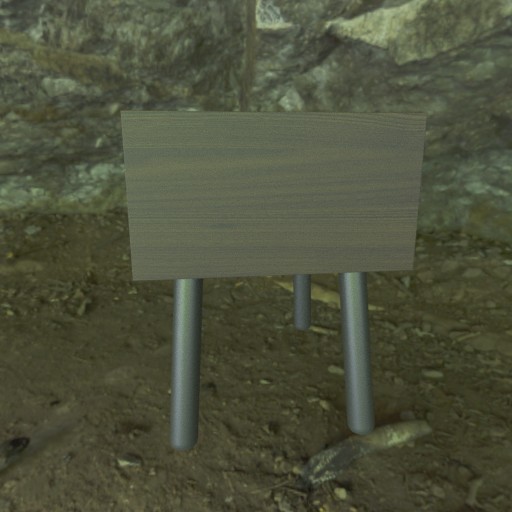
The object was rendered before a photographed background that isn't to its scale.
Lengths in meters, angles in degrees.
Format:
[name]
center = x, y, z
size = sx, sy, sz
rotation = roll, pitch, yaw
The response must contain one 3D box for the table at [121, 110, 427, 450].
[table]
center = 0.000, 0.000, 0.802
size = 0.370, 0.470, 0.450
rotation = -2, 15, -7
